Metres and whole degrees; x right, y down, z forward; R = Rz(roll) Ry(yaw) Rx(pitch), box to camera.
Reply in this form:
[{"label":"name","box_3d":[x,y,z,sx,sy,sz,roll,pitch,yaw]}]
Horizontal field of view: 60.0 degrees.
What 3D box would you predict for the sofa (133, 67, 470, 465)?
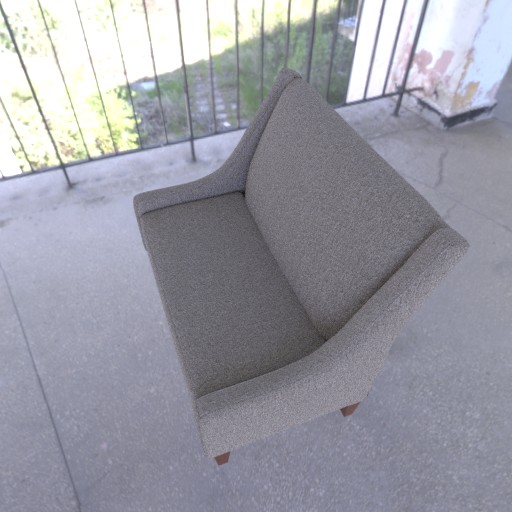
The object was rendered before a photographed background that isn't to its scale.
[{"label":"sofa","box_3d":[0.000,0.000,1.886,0.862,1.026,1.242,-15,48,-14]}]
